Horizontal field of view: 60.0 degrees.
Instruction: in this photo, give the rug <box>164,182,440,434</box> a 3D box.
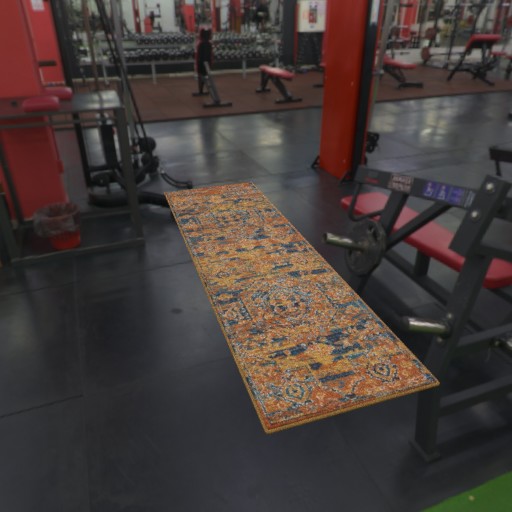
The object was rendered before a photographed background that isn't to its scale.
[{"bbox_3d":[0.000,0.000,1.997,0.556,0.013,1.820,-9,31,-16],"label":"rug"}]
